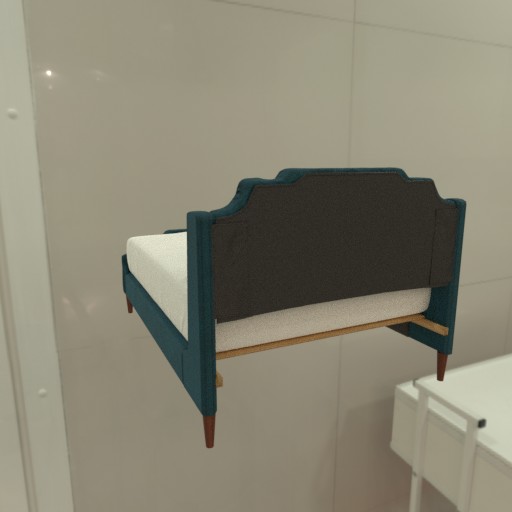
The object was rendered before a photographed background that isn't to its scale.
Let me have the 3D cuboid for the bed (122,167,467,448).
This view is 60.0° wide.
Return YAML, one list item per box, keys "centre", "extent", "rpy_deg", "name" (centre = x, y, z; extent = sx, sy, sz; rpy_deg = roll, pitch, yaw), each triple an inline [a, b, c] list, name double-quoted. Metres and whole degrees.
- centre: [0.000, 0.000, 3.377]
  extent: [1.676, 1.351, 2.322]
  rpy_deg: [-6, 13, -25]
  name: "bed"
